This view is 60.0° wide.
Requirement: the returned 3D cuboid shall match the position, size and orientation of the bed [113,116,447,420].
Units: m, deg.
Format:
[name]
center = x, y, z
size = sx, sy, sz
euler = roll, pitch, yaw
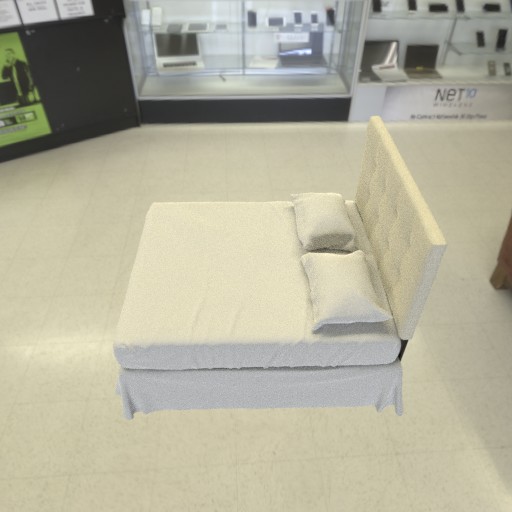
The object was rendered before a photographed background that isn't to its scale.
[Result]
[bed]
center = 0.000, 0.000, 3.494
size = 2.222, 1.577, 1.936
euler = -1, 42, -1
